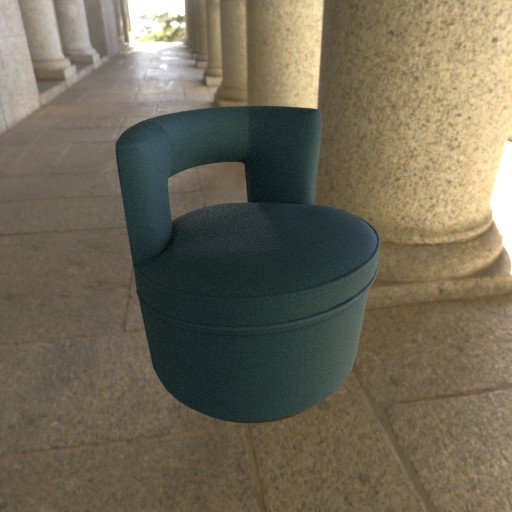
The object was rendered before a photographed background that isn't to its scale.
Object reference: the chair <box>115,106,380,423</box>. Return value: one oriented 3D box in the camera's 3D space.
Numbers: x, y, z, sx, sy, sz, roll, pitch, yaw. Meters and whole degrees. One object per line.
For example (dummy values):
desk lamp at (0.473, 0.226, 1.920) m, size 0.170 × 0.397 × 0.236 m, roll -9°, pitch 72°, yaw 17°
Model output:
chair at (0.000, 0.000, 1.251) m, size 0.684 × 0.711 × 0.660 m, roll -21°, pitch 35°, yaw -33°
